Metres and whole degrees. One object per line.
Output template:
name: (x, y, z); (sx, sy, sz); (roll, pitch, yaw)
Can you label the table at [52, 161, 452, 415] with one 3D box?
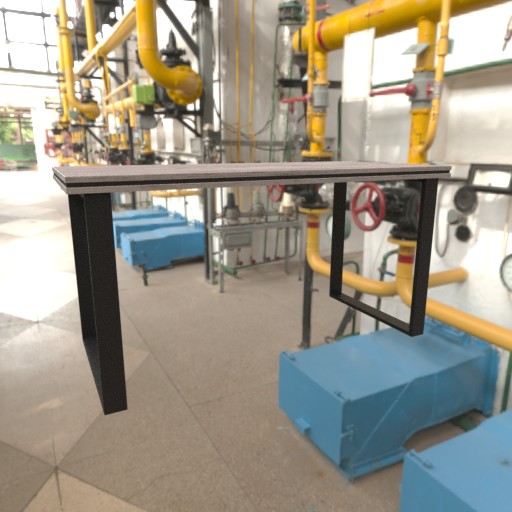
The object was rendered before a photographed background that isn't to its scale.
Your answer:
table: (0.000, 0.000, 2.264); (1.778, 0.899, 0.795); (-7, 16, -26)
